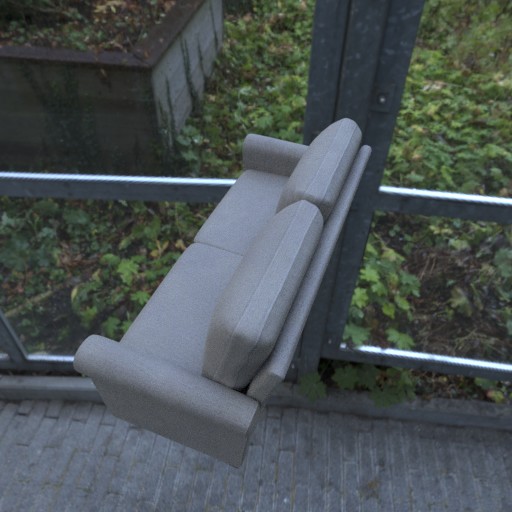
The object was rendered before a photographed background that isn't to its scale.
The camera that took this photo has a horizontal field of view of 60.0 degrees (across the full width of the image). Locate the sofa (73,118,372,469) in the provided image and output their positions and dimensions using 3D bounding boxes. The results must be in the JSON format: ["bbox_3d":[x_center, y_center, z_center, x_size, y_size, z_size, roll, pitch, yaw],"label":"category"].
[{"bbox_3d":[0.000,0.000,2.398,0.842,0.942,1.935,15,47,15],"label":"sofa"}]
